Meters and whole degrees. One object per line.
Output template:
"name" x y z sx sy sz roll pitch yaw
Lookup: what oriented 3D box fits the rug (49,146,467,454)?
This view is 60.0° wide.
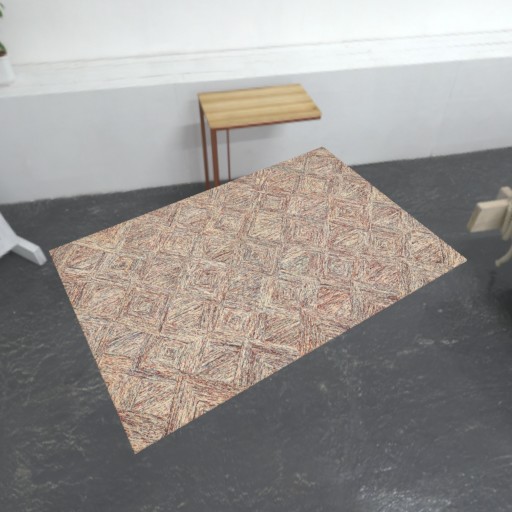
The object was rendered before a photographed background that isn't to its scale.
"rug" 0.000 0.000 2.910 2.285 0.019 1.523 -25 52 -21
